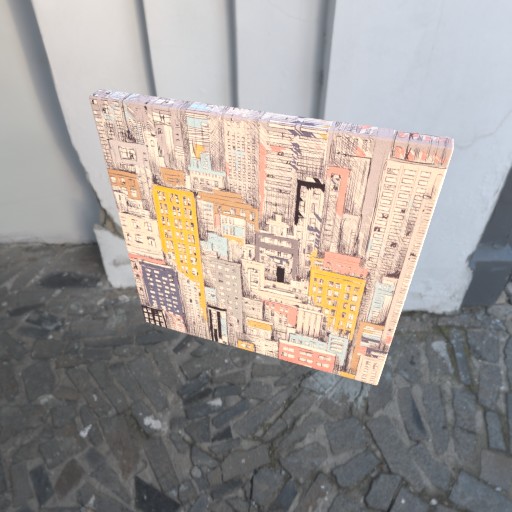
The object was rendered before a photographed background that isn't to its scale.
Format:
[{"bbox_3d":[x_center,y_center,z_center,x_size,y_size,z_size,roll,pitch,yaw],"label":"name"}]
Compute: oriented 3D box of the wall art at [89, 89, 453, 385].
[{"bbox_3d":[0.000,0.000,1.148,0.761,0.762,0.048,12,43,14],"label":"wall art"}]
